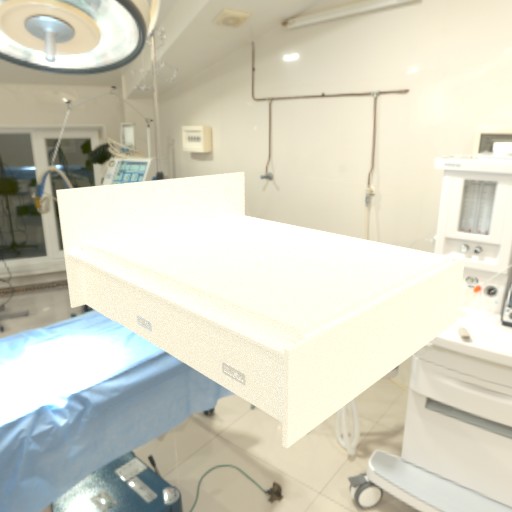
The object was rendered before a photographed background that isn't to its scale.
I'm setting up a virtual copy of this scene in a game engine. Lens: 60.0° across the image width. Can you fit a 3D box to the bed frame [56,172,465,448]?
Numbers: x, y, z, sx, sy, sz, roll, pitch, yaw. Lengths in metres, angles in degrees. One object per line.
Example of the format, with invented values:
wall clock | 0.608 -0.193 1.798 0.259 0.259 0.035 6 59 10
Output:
bed frame | 0.000 0.000 2.804 1.622 0.800 1.960 -16 23 -43
